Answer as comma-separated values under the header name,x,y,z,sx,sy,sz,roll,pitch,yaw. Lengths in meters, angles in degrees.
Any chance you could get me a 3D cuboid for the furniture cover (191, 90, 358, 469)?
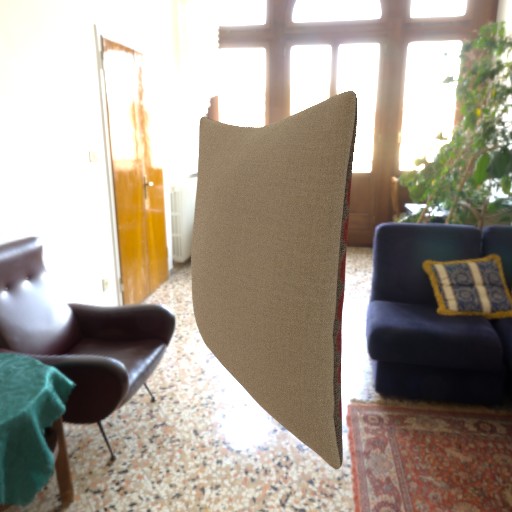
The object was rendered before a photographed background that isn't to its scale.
name,x,y,z,sx,sy,sz,roll,pitch,yaw
furniture cover,0.000,0.000,0.649,0.145,0.420,0.435,-7,16,-26
